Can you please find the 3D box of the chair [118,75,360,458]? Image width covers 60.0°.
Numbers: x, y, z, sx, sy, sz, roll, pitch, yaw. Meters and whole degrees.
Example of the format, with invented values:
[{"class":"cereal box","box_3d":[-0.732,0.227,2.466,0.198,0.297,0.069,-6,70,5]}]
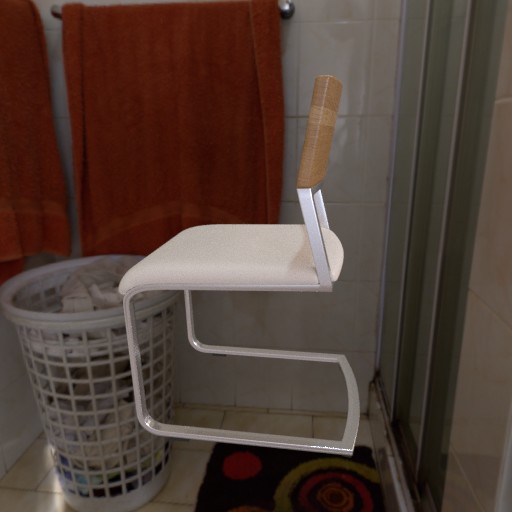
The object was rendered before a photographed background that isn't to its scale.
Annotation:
[{"class":"chair","box_3d":[0.000,0.000,1.180,0.585,0.844,0.467,2,16,8]}]
